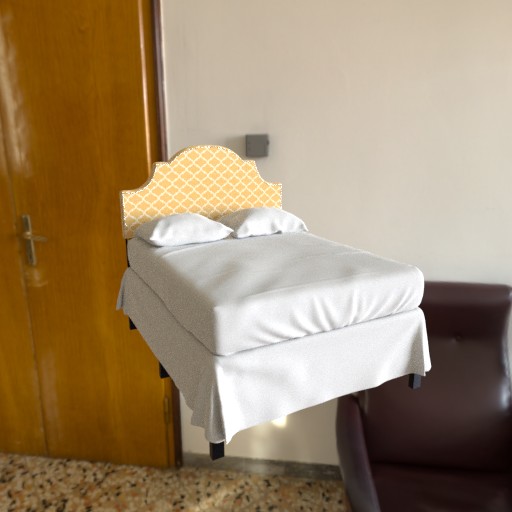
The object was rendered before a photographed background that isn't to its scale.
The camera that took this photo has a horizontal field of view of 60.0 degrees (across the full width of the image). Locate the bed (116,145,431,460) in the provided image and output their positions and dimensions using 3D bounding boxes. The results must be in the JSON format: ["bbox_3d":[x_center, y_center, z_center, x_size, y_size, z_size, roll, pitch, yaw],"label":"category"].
[{"bbox_3d":[0.000,0.000,3.401,1.780,1.633,2.222,-8,17,-27],"label":"bed"}]
